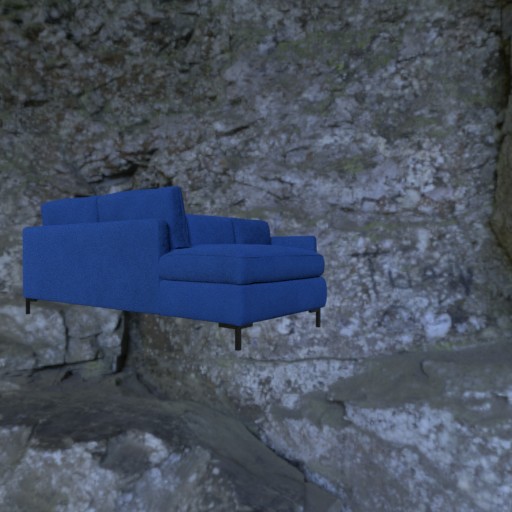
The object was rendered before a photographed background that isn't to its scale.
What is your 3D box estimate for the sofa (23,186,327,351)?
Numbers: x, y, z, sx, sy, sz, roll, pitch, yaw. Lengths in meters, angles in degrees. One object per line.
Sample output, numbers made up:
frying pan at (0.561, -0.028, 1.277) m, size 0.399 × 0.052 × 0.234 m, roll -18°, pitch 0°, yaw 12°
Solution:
sofa at (0.000, 0.000, 3.709) m, size 2.007 × 0.815 × 2.949 m, roll 1°, pitch 1°, yaw 36°
